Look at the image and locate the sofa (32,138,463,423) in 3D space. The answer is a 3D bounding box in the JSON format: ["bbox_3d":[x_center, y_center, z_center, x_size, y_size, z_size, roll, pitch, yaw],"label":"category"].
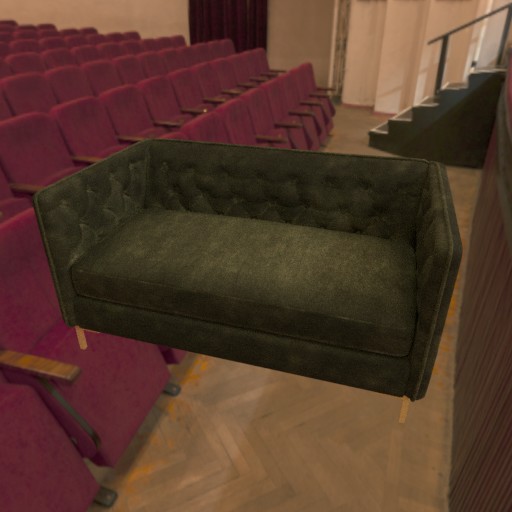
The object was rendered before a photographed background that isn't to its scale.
[{"bbox_3d":[0.000,0.000,1.995,1.537,0.768,0.895,9,30,15],"label":"sofa"}]
